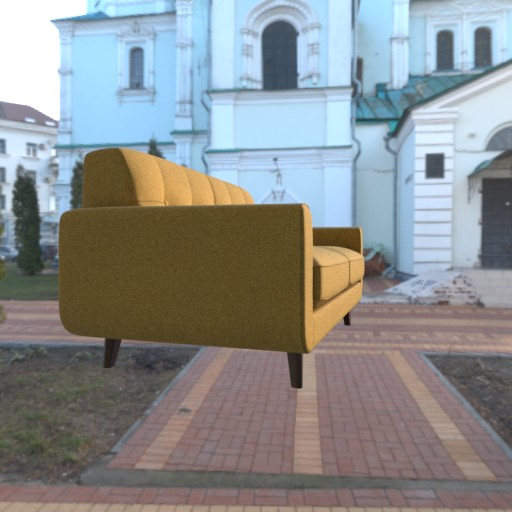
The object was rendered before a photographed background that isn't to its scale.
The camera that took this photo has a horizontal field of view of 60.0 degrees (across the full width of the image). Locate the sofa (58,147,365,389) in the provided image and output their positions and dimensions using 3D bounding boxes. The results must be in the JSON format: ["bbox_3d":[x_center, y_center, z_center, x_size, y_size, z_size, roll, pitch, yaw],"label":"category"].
[{"bbox_3d":[0.000,0.000,2.162,0.909,0.841,1.631,0,1,19],"label":"sofa"}]
